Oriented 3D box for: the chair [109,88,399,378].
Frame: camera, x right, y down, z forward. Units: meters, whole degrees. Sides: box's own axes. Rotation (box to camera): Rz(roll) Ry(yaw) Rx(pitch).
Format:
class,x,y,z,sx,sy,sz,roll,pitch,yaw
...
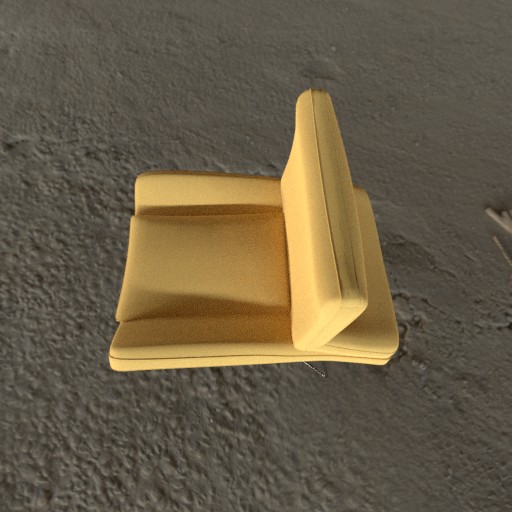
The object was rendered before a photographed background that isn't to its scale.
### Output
class,x,y,z,sx,sy,sz,roll,pitch,yaw
chair,0.000,0.000,1.664,1.008,0.855,0.859,-1,57,-1
